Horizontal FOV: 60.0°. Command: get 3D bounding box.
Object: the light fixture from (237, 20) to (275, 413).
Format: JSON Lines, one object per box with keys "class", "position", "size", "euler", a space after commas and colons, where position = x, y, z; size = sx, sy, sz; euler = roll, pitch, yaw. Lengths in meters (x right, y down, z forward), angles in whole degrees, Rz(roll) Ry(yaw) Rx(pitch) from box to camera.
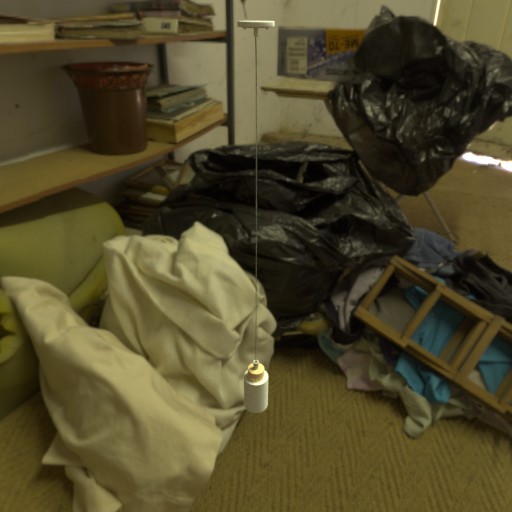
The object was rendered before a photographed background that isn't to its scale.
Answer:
{"class": "light fixture", "position": [0.000, 0.000, 1.920], "size": [0.125, 1.798, 0.125], "euler": [2, 29, 3]}
